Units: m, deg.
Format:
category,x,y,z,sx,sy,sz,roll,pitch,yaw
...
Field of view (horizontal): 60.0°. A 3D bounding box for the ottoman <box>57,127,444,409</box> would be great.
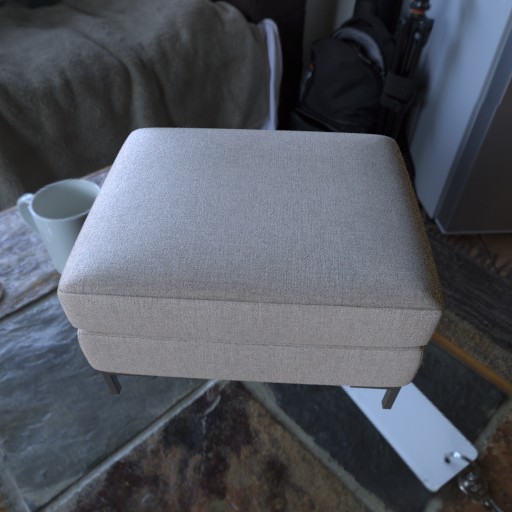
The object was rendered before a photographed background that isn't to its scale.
category,x,y,z,sx,sy,sz,roll,pitch,yaw
ottoman,0.000,0.000,1.243,0.820,0.490,0.671,2,46,2
